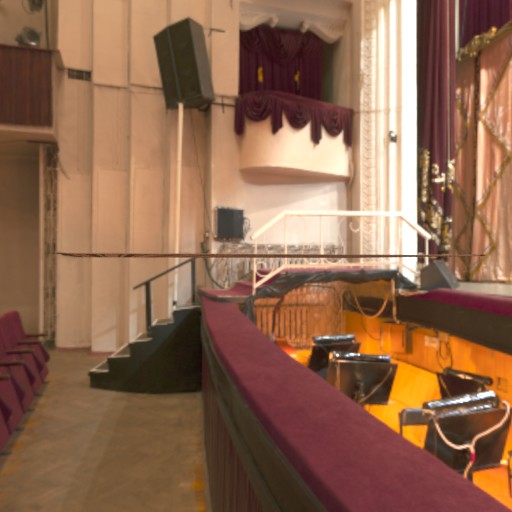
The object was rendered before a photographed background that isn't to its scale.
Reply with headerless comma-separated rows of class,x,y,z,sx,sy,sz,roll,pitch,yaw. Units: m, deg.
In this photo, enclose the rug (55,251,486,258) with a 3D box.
rug,0.000,0.000,3.859,3.040,0.017,2.030,0,-1,-18
